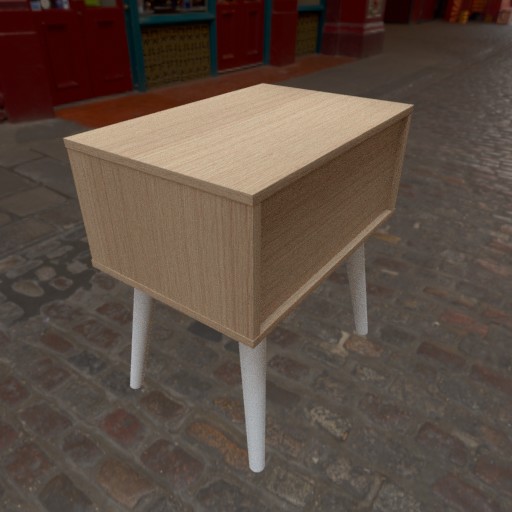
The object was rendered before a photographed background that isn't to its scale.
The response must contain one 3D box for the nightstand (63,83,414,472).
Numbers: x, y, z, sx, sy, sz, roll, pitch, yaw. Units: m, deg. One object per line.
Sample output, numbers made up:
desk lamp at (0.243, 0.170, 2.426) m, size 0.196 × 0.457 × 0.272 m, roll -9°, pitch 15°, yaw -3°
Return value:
nightstand at (0.000, 0.000, 0.998) m, size 0.407 × 0.610 × 0.571 m, roll 21°, pitch 38°, yaw 30°
